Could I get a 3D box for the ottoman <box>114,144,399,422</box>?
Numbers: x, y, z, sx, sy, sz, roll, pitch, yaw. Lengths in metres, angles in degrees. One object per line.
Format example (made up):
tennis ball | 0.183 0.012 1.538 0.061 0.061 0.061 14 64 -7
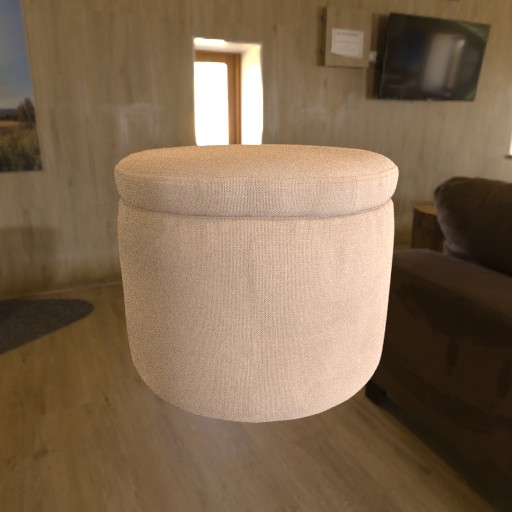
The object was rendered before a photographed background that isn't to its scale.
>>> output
ottoman | 0.000 0.000 0.849 0.497 0.409 0.497 0 16 0
